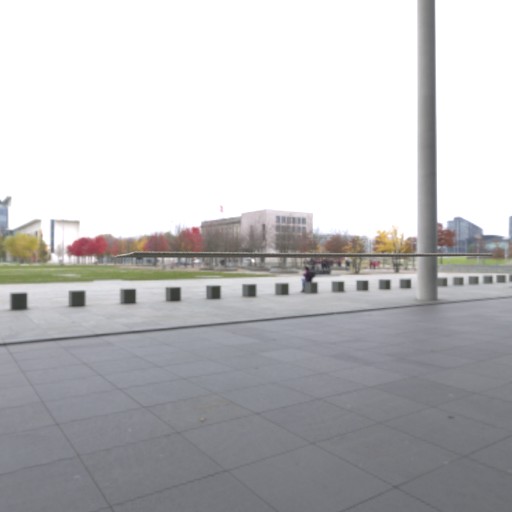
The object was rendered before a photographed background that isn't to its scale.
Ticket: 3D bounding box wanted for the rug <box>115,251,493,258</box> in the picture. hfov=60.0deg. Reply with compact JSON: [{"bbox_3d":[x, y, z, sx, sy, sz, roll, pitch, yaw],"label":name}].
[{"bbox_3d":[0.000,0.000,4.108,2.410,0.021,3.055,0,0,-19],"label":"rug"}]
